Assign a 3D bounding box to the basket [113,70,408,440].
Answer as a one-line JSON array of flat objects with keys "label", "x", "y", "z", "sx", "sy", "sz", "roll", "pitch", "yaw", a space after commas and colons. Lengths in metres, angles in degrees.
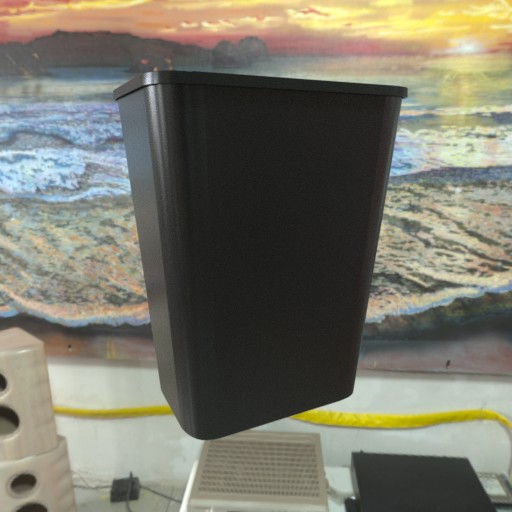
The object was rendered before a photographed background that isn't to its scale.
[{"label": "basket", "x": 0.000, "y": 0.000, "z": 0.740, "sx": 0.394, "sy": 0.521, "sz": 0.287, "roll": -7, "pitch": 16, "yaw": -26}]
